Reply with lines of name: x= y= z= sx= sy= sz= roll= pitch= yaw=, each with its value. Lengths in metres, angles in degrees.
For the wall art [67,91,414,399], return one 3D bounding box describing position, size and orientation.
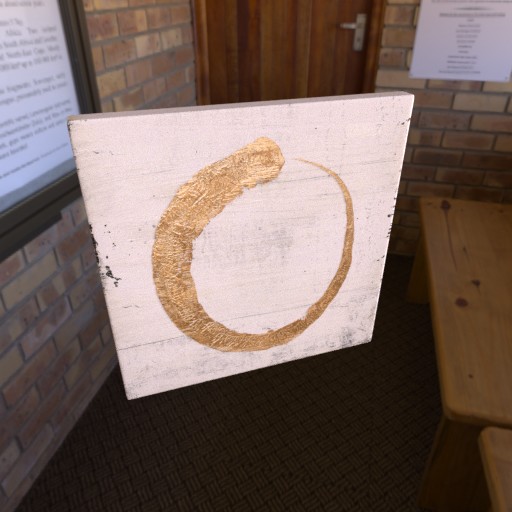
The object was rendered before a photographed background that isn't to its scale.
wall art: x=0.000 y=0.000 z=0.918 sx=0.610 sy=0.611 sz=0.040 roll=-10 pitch=33 yaw=-15
